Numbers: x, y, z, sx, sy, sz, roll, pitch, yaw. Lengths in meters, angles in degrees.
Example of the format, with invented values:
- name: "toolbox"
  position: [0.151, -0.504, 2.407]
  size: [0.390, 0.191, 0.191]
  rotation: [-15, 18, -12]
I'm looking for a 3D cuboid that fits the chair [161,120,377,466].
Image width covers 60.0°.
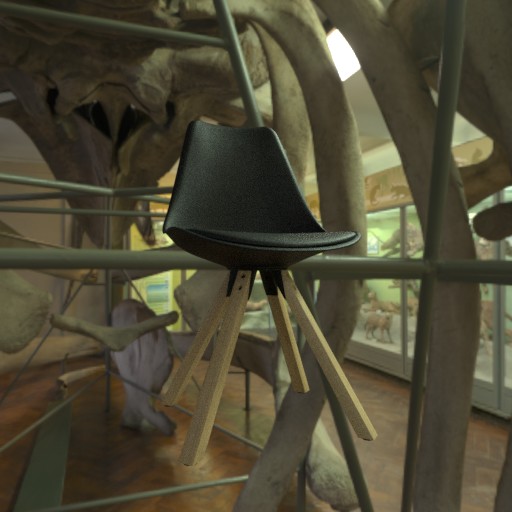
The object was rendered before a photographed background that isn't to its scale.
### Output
- name: "chair"
  position: [0.000, 0.000, 1.177]
  size: [0.485, 0.850, 0.549]
  rotation: [0, -1, -18]
